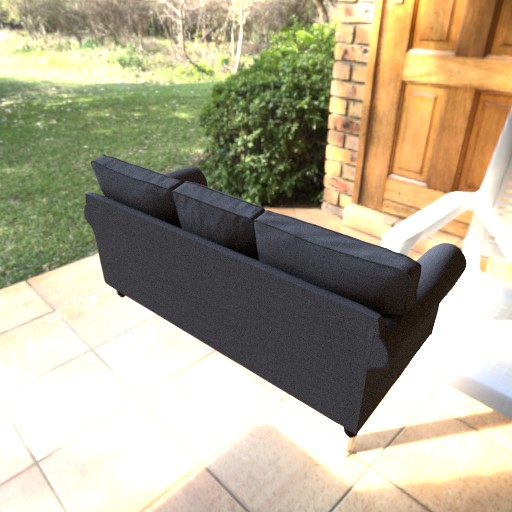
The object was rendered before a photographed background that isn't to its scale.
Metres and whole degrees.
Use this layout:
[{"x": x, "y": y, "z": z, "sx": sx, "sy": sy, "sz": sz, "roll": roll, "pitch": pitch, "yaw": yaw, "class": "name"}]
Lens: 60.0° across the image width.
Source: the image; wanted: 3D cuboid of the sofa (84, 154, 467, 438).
[{"x": 0.000, "y": 0.000, "z": 2.585, "sx": 2.084, "sy": 0.961, "sz": 0.916, "roll": 22, "pitch": 37, "yaw": 33, "class": "sofa"}]
